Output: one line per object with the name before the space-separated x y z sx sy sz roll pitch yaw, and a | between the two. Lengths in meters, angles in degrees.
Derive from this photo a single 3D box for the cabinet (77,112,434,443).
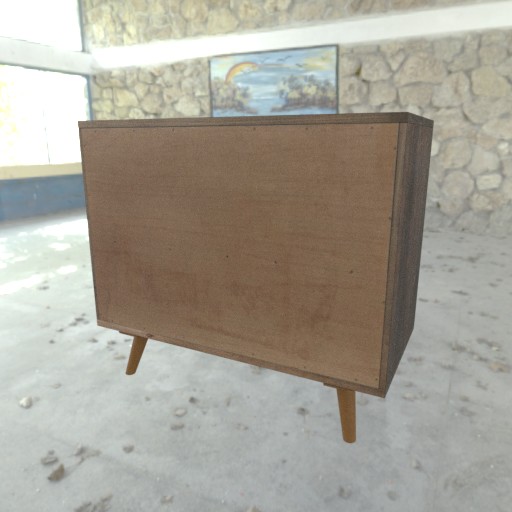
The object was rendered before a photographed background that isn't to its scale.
cabinet | 0.000 0.000 1.537 1.023 0.897 0.529 7 16 26
